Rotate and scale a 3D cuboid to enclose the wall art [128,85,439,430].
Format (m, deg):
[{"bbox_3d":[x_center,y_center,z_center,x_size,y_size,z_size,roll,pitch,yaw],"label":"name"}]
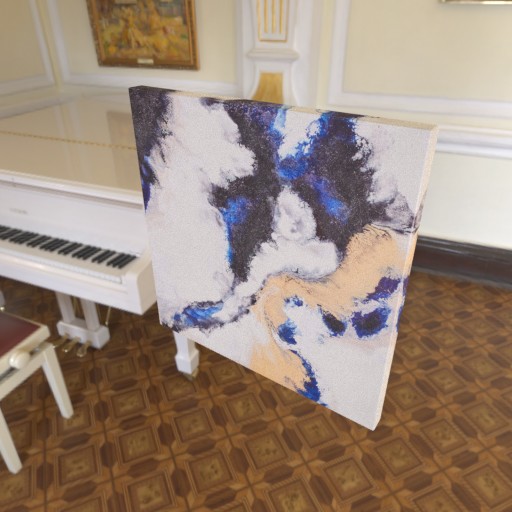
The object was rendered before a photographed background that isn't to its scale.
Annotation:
[{"bbox_3d":[0.000,0.000,0.916,0.609,0.609,0.039,19,35,30],"label":"wall art"}]
